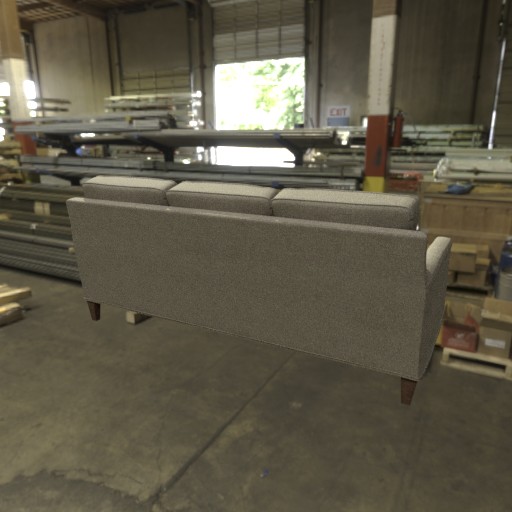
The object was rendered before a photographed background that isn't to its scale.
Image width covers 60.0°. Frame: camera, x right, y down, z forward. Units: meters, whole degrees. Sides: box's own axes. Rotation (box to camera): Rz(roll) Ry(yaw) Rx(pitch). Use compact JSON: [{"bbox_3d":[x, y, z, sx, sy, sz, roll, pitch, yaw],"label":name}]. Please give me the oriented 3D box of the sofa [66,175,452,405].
[{"bbox_3d":[0.000,0.000,2.848,2.246,1.003,1.084,8,18,27],"label":"sofa"}]
